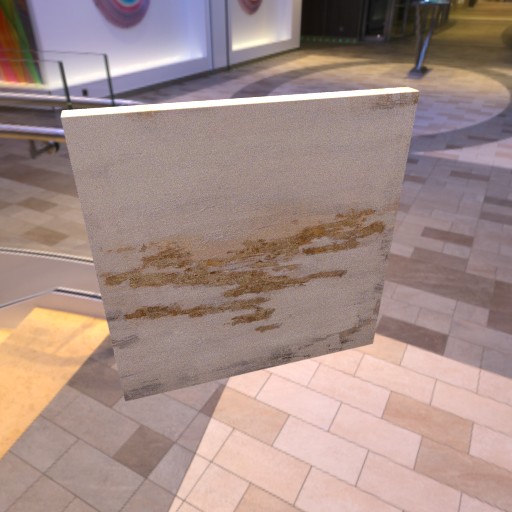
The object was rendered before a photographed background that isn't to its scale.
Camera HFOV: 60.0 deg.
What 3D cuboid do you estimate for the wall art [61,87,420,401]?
[{"bbox_3d":[0.000,0.000,0.901,0.611,0.613,0.040,-9,33,-15],"label":"wall art"}]
